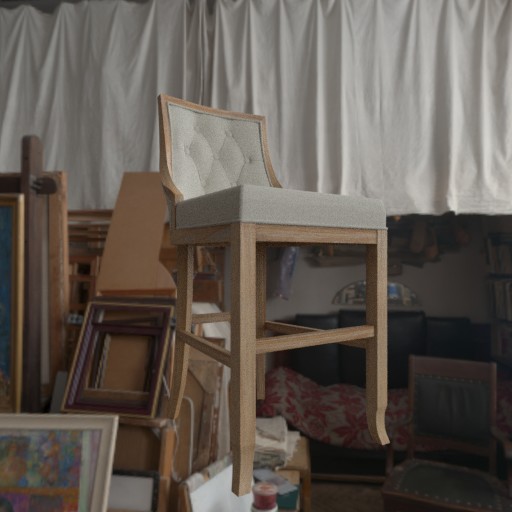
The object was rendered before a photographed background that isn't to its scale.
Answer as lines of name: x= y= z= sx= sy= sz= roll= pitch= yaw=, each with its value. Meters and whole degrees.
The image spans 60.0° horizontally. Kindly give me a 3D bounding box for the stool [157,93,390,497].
stool: x=0.000 y=0.000 z=1.410 sx=0.524 sy=1.101 sz=0.626 roll=0 pitch=0 yaw=-34
